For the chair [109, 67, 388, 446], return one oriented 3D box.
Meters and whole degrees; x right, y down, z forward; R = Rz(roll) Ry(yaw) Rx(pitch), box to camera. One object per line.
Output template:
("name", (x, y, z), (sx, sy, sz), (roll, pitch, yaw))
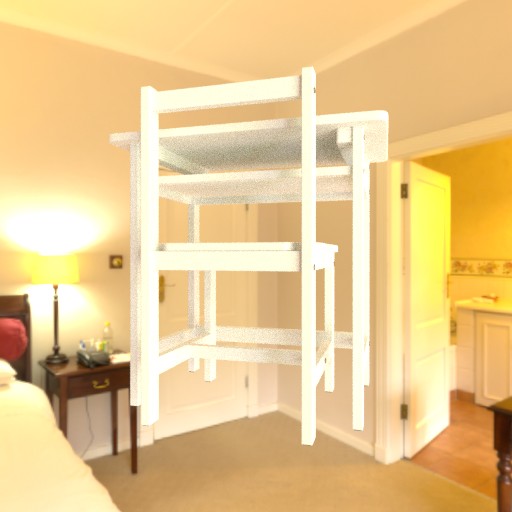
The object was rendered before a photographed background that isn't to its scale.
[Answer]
("chair", (0.000, 0.000, 1.052), (0.599, 0.673, 0.461), (0, 0, 16))
